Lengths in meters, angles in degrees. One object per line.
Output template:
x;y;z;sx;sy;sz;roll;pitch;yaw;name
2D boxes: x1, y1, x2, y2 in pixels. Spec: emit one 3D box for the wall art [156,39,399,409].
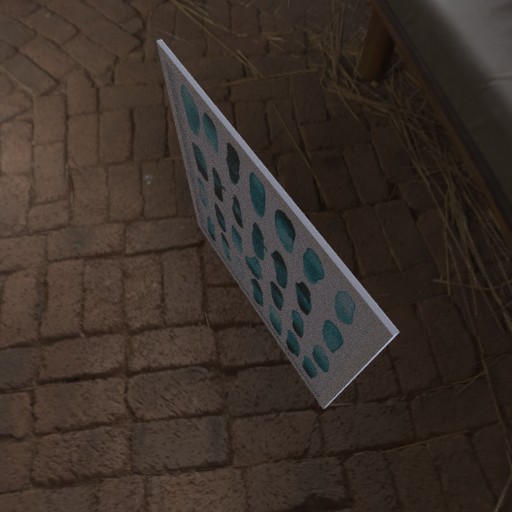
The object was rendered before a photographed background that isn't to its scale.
0.000;0.000;0.832;0.009;0.559;0.558;-30;67;-14;wall art
